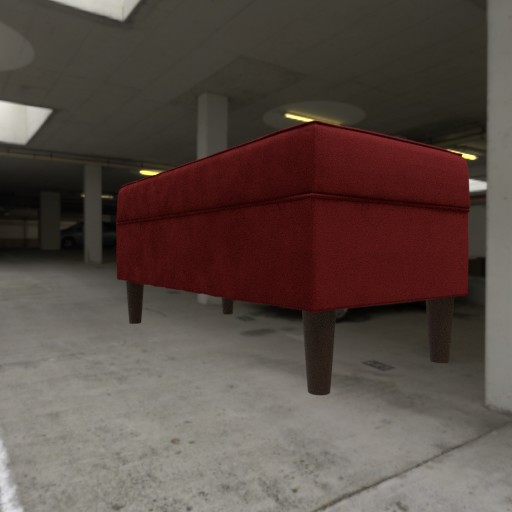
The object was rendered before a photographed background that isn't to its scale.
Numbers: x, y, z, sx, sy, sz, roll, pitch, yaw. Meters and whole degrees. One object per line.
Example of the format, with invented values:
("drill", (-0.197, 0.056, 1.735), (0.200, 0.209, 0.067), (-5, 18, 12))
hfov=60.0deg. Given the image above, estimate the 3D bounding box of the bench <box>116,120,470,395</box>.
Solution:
("bench", (0.000, 0.000, 1.268), (0.492, 0.471, 1.016), (-1, 1, -36))
